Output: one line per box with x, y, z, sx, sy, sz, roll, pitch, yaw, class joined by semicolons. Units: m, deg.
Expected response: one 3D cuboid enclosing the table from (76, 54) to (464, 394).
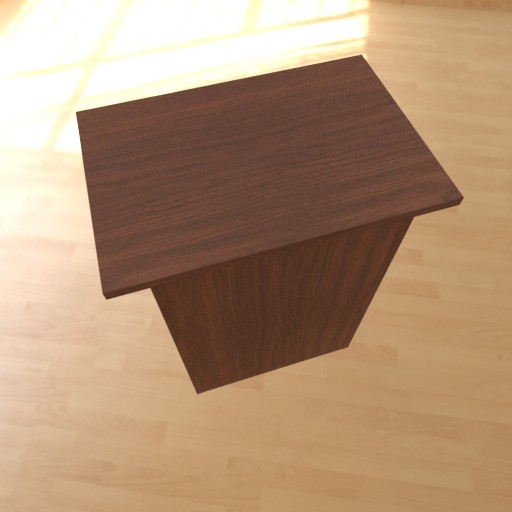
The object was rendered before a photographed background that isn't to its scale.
0.000;0.000;1.086;0.589;0.711;0.406;-15;60;-9;table
